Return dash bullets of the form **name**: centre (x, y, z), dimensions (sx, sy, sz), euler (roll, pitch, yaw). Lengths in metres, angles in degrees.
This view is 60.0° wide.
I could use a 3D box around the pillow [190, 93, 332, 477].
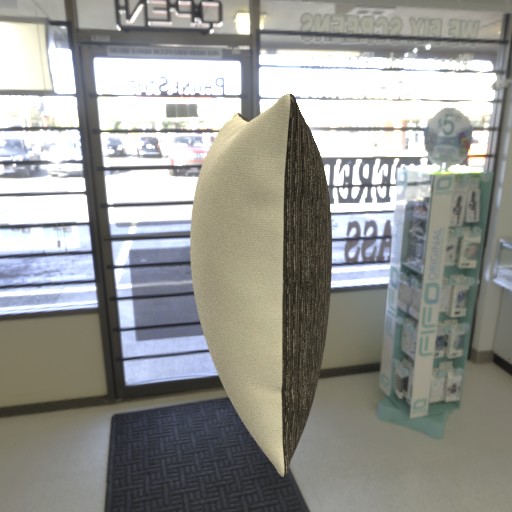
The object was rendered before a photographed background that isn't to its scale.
- **pillow**: centre (0.000, 0.000, 0.673), dimensions (0.196, 0.434, 0.433), euler (-3, 16, -9)
